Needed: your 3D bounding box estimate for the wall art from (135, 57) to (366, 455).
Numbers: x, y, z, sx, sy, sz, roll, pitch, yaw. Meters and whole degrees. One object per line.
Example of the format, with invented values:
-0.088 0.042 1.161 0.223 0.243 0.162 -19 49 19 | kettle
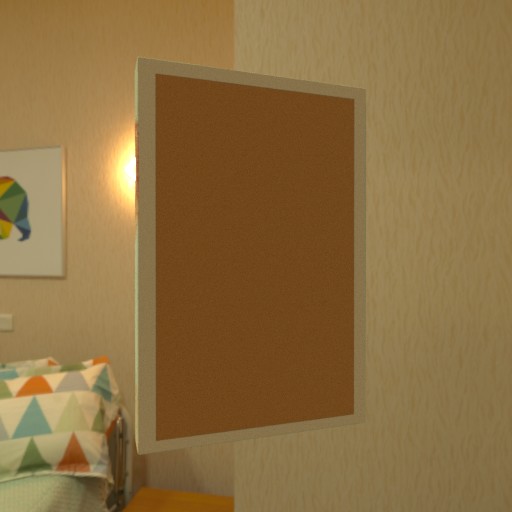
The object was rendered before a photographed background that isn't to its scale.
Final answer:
0.000 0.000 0.480 0.251 0.380 0.039 0 0 -19 | wall art
